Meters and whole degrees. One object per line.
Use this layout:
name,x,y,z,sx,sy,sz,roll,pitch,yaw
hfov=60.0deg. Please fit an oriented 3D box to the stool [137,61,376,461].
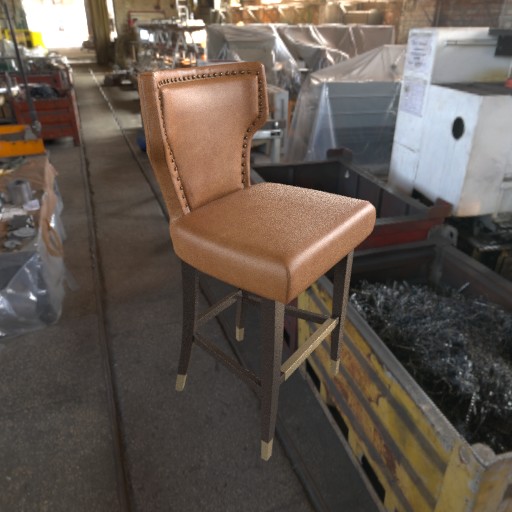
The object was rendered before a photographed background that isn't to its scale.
stool,0.000,0.000,1.400,0.563,1.092,0.526,19,33,31
